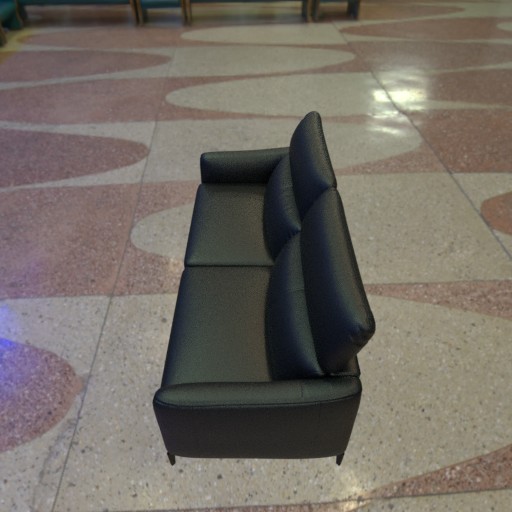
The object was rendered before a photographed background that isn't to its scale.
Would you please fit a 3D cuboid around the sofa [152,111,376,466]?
[{"bbox_3d":[0.000,0.000,2.512,0.856,0.957,2.069,0,41,0],"label":"sofa"}]
